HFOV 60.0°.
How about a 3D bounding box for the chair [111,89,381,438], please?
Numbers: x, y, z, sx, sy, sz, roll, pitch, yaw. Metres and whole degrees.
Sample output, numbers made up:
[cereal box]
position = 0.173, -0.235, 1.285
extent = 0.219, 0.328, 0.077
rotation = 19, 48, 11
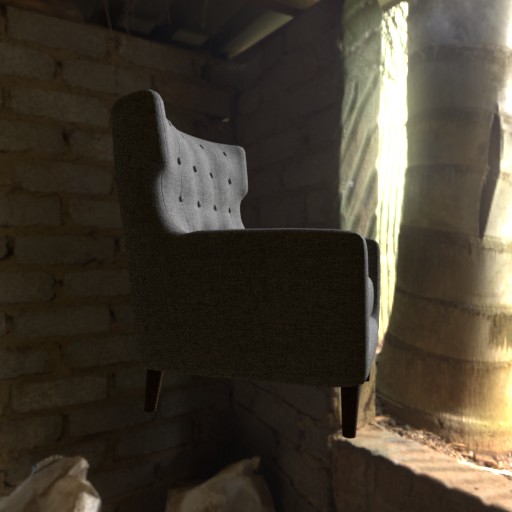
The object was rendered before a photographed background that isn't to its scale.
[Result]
[chair]
position = 0.000, 0.000, 1.721
extent = 0.904, 1.063, 0.878
rotation = 0, 1, 18
